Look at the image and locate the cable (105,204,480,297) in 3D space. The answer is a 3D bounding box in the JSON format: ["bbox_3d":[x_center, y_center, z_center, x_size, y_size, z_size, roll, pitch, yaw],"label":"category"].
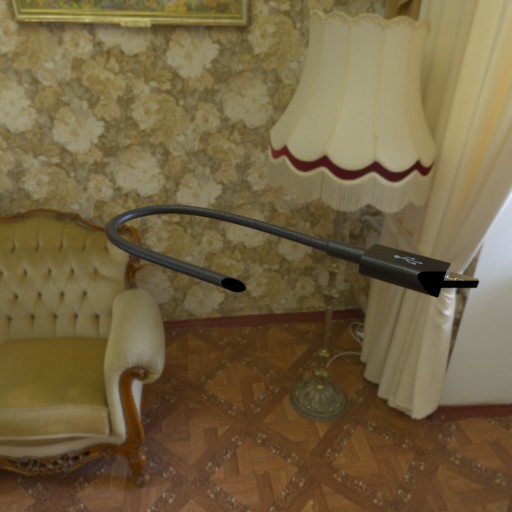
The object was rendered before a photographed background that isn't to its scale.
[{"bbox_3d":[0.000,0.000,0.113,0.098,0.006,0.040,18,32,31],"label":"cable"}]
